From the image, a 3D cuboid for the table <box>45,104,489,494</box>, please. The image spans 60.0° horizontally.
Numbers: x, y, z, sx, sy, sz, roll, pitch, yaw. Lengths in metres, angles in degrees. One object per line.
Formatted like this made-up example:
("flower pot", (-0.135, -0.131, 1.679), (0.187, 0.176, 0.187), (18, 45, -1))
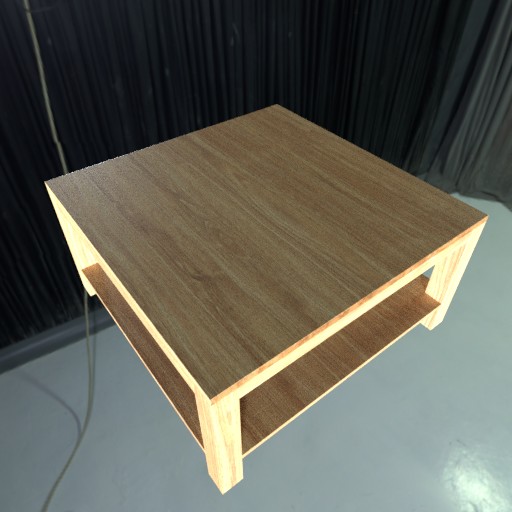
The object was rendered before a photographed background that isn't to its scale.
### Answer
("table", (0.000, 0.000, 1.413), (0.900, 0.450, 0.900), (-27, 49, -27))
